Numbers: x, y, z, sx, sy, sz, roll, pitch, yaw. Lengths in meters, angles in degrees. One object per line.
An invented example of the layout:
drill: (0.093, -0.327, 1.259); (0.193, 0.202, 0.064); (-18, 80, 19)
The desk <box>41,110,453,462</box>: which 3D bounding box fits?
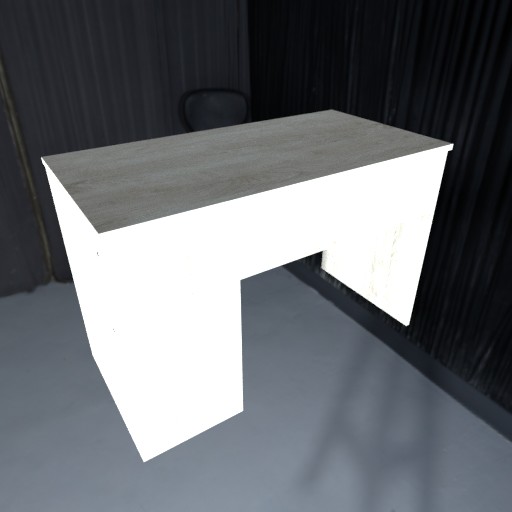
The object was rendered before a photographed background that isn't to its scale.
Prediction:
desk: (0.000, 0.000, 1.502); (1.096, 0.730, 0.560); (-18, 35, -28)
